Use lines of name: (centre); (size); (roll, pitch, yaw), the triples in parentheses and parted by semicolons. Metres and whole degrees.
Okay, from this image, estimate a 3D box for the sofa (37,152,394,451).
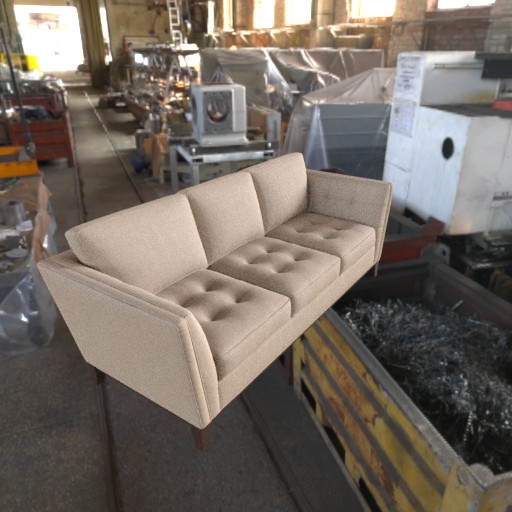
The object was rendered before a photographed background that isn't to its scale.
sofa: (0.000, 0.000, 2.926); (0.965, 0.940, 2.388); (17, 30, 31)
